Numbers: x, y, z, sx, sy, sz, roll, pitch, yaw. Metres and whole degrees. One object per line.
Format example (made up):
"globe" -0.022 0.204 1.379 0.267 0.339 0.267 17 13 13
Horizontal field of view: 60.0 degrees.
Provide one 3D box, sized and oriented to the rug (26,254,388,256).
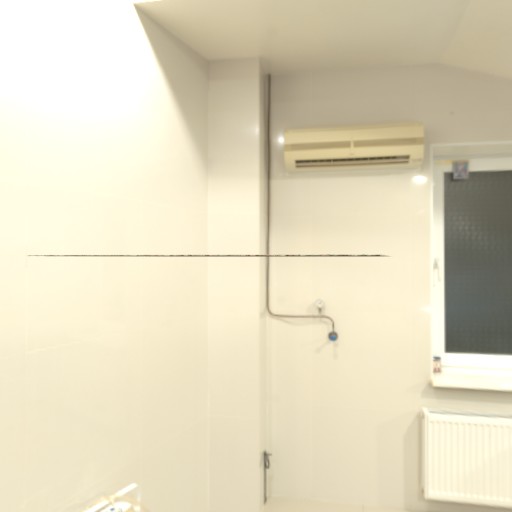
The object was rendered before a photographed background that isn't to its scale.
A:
"rug" 0.000 0.000 4.141 2.438 0.010 3.048 0 0 18
